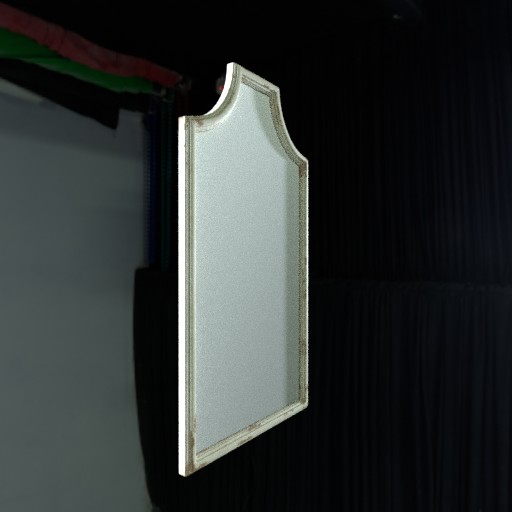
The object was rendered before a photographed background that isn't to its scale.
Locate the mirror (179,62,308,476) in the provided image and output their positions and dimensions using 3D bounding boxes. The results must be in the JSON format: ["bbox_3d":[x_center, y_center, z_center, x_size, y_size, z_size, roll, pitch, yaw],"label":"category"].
[{"bbox_3d":[0.000,0.000,0.884,0.022,0.717,0.403,0,0,36],"label":"mirror"}]
